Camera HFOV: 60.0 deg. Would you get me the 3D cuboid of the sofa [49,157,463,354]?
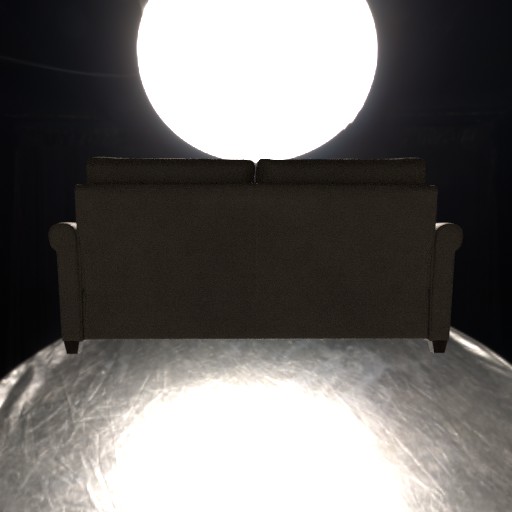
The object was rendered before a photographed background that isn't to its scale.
[{"bbox_3d":[0.000,0.000,2.388,1.935,0.942,0.842,0,-1,-1],"label":"sofa"}]
